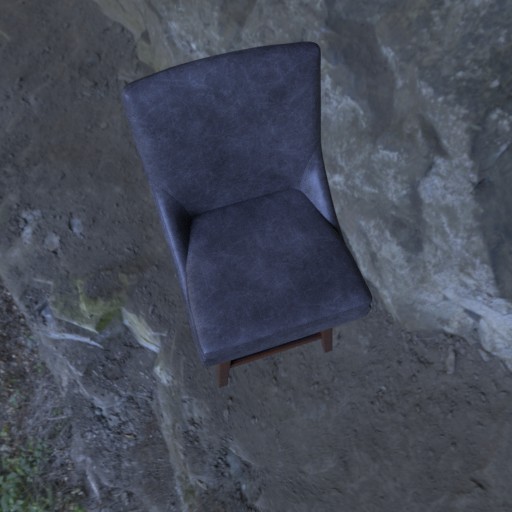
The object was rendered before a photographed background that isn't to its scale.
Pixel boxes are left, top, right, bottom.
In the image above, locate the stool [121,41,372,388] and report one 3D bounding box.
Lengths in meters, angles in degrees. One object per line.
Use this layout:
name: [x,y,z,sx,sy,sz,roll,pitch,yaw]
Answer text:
stool: [0.000,0.000,1.374,0.492,1.046,0.587,-16,66,-8]
